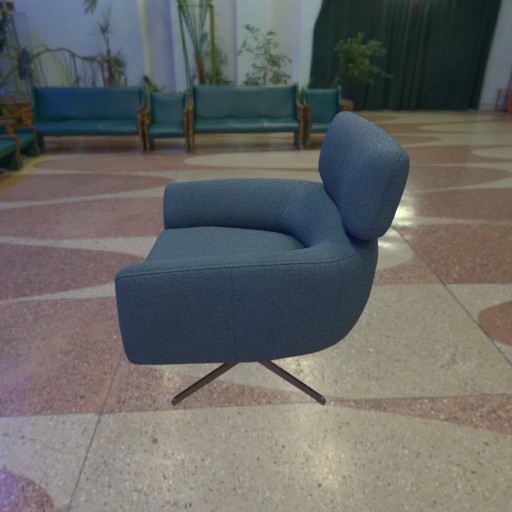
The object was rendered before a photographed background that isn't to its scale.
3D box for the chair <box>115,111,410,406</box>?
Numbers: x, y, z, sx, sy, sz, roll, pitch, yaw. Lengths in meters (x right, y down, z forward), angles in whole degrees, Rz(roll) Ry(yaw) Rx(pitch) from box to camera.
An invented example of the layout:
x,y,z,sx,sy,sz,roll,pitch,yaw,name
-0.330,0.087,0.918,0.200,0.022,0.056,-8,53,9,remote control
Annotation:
x,y,z,sx,sy,sz,roll,pitch,yaw,name
0.000,0.000,1.419,0.761,0.813,0.738,0,26,0,chair
